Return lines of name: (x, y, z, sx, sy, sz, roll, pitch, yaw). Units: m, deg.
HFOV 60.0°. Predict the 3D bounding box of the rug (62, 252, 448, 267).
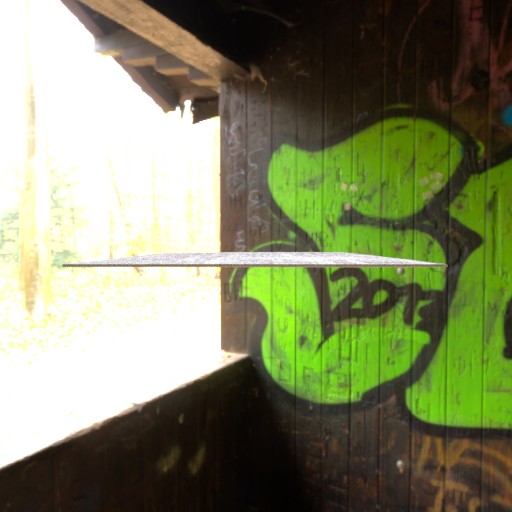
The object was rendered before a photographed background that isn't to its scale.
rug: (0.000, 0.000, 3.159, 1.706, 0.026, 2.438, 0, 2, 0)
